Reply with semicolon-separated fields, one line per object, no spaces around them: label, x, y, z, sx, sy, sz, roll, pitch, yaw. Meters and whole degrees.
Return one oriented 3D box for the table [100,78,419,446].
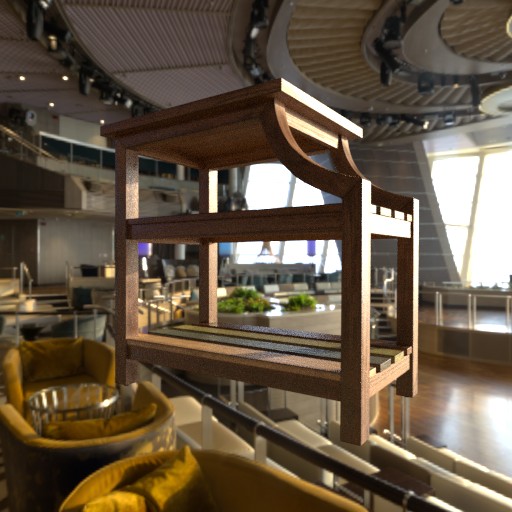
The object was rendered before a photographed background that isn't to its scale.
table;0.000;0.000;0.970;0.609;0.584;0.356;0;0;35
